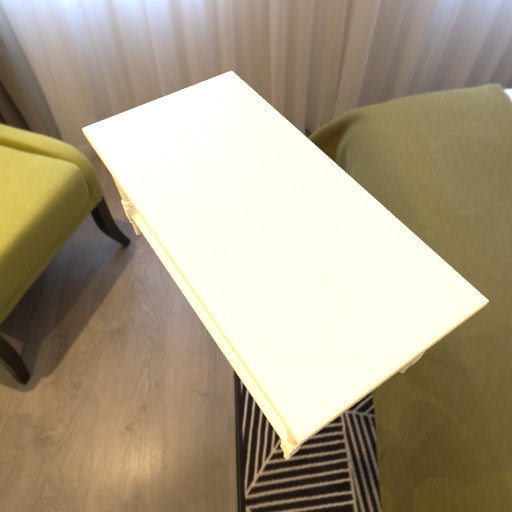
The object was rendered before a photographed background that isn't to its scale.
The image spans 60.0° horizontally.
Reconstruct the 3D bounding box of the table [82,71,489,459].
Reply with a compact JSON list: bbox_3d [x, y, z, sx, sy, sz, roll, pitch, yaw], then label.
[{"bbox_3d":[0.000,0.000,1.402,0.550,0.510,1.107,-29,60,-19],"label":"table"}]
